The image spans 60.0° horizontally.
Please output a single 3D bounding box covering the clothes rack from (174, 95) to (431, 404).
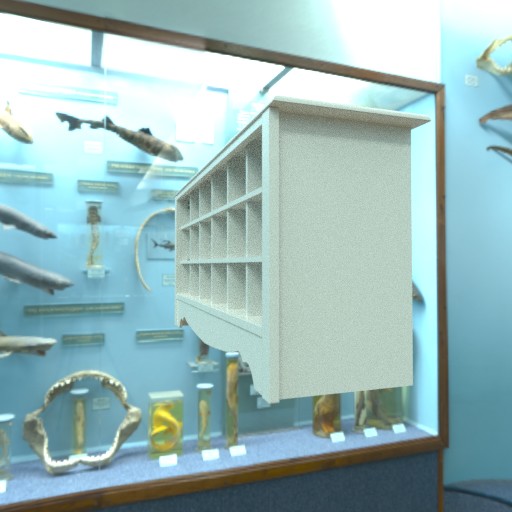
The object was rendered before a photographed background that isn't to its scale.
[{"bbox_3d":[0.000,0.000,1.321,0.324,0.531,1.120,0,-1,-19],"label":"clothes rack"}]
